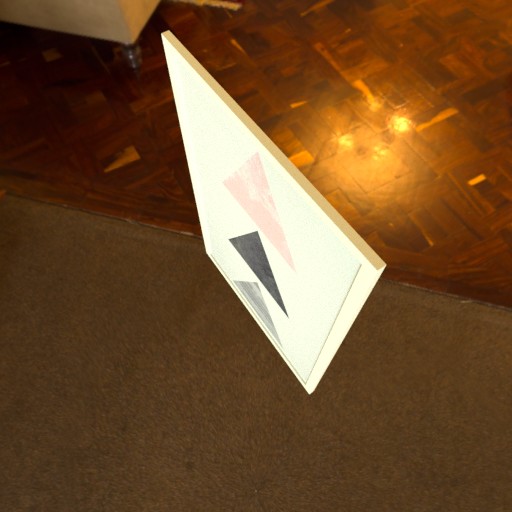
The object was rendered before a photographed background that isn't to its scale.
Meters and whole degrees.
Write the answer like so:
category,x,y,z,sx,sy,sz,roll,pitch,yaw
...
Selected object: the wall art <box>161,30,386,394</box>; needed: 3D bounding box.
category,x,y,z,sx,sy,sz,roll,pitch,yaw
wall art,0.000,0.000,0.833,0.013,0.656,0.456,-31,66,-15
